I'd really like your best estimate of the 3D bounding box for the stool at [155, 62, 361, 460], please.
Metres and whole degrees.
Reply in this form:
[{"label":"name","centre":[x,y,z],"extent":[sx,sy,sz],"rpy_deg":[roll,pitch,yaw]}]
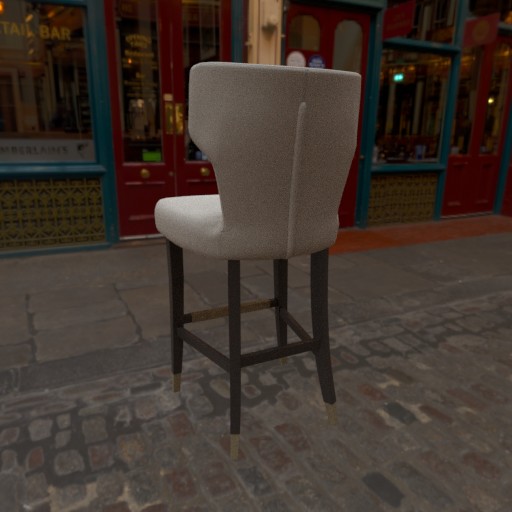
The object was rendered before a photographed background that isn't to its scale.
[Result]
[{"label":"stool","centre":[0.000,0.000,1.437],"extent":[0.526,1.092,0.563],"rpy_deg":[-7,17,-25]}]
